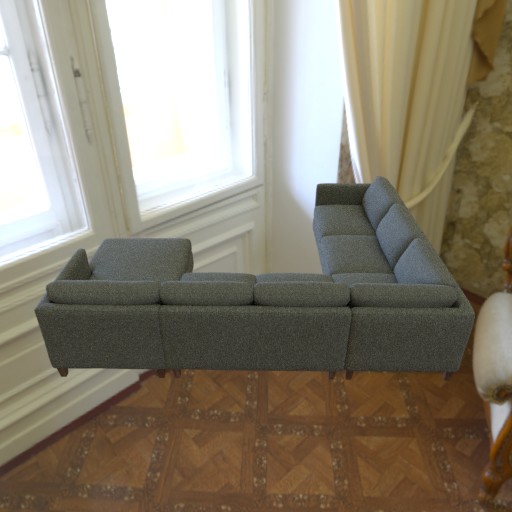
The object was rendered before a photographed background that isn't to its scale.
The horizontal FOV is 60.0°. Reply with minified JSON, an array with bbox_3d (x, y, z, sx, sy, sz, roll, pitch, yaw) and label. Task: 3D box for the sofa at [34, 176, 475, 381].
[{"bbox_3d":[0.000,0.000,4.400,3.238,0.853,2.551,0,31,1],"label":"sofa"}]
